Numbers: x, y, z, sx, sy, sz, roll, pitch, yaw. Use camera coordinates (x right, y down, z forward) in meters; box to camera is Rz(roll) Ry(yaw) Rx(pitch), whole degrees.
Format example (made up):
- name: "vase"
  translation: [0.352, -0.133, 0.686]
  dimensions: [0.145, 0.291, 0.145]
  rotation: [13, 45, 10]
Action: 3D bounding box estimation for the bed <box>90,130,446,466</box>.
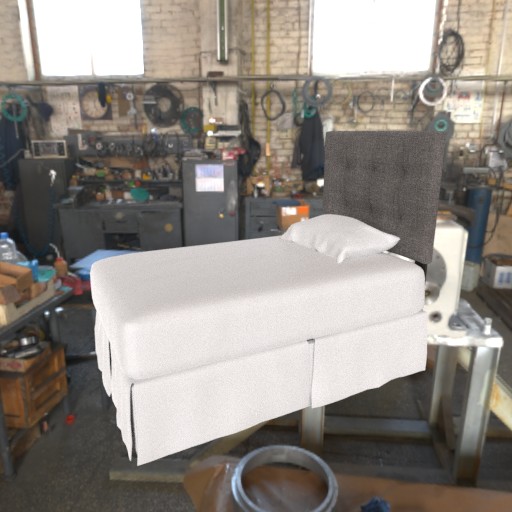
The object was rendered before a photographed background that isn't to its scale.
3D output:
- name: "bed"
  translation: [0.000, 0.000, 2.886]
  dimensions: [1.997, 1.571, 1.261]
  rotation: [-8, 18, -26]
